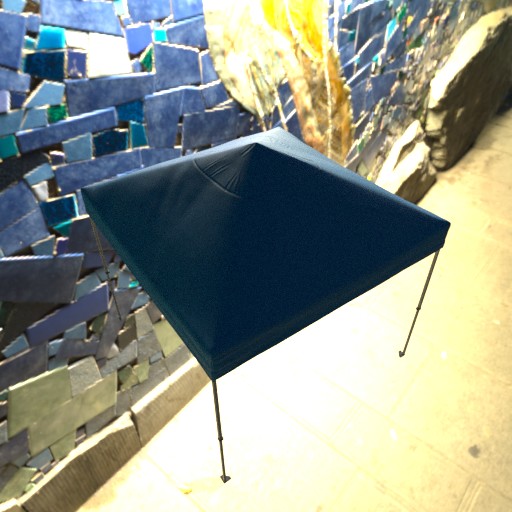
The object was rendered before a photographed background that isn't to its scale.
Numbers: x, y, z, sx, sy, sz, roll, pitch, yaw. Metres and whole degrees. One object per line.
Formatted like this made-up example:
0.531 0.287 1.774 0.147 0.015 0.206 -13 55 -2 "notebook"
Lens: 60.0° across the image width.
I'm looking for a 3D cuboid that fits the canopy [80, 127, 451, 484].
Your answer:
0.000 0.000 5.432 2.998 2.997 2.996 -25 46 -26 "canopy"
